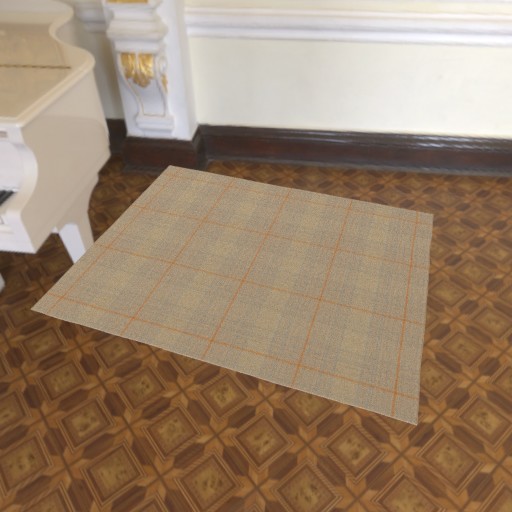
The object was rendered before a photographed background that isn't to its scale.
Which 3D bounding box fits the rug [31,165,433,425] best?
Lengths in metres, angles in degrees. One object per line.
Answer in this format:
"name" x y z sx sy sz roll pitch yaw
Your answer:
"rug" 0.000 0.000 4.102 3.051 0.021 2.448 13 43 14
